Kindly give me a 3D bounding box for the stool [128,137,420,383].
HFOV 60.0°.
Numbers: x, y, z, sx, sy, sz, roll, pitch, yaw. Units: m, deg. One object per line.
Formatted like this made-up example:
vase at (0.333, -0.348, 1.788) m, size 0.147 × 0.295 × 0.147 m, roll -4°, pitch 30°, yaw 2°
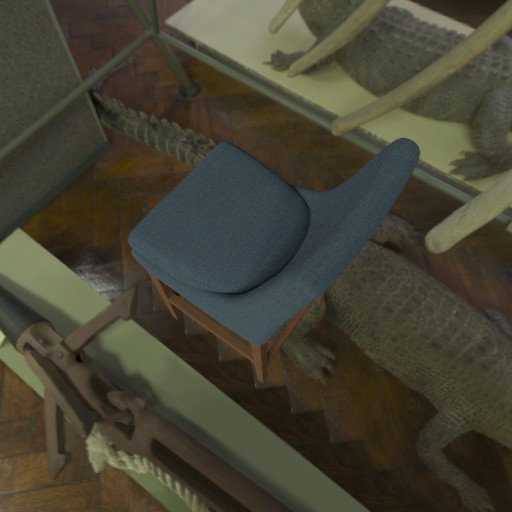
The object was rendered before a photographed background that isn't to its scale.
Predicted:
stool at (0.000, 0.000, 1.323) m, size 0.577 × 0.981 × 0.470 m, roll 33°, pitch 68°, yaw 16°
